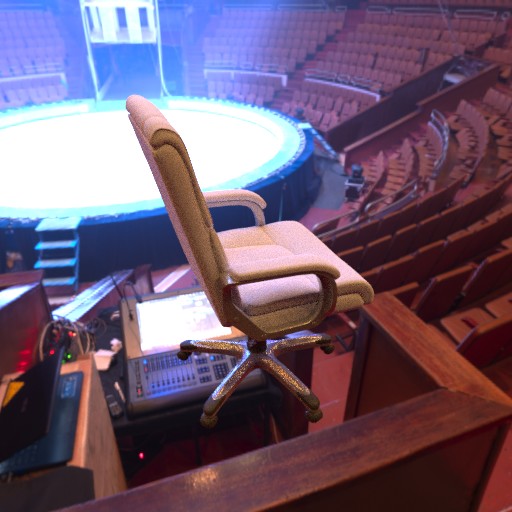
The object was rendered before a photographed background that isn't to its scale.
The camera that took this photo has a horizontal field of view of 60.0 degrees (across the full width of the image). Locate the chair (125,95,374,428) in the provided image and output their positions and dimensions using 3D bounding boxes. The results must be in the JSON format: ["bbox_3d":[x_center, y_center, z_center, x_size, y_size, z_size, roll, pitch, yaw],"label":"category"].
[{"bbox_3d":[0.000,0.000,1.608,0.738,1.120,0.687,-11,31,-19],"label":"chair"}]
